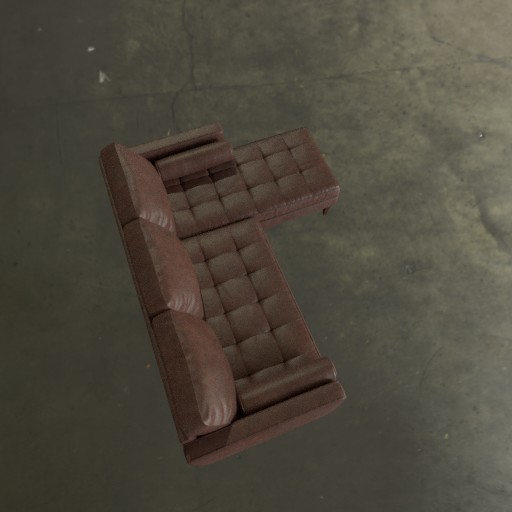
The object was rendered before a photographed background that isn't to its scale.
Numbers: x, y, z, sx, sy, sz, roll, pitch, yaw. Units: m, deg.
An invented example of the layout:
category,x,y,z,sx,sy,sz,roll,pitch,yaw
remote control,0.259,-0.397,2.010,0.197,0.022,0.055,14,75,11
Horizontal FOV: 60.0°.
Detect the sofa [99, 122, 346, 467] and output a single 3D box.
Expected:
category,x,y,z,sx,sy,sz,roll,pitch,yaw
sofa,0.000,0.000,3.014,1.613,0.841,2.185,-19,65,-9
